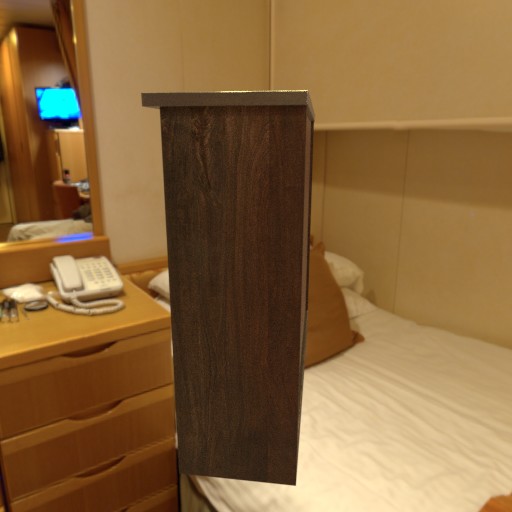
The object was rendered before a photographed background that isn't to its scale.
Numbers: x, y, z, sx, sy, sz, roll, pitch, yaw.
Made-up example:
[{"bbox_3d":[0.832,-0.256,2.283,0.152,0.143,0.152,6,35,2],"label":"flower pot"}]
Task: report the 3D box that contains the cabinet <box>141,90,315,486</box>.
[{"bbox_3d":[0.000,0.000,1.443,0.338,0.919,0.968,2,15,8],"label":"cabinet"}]
